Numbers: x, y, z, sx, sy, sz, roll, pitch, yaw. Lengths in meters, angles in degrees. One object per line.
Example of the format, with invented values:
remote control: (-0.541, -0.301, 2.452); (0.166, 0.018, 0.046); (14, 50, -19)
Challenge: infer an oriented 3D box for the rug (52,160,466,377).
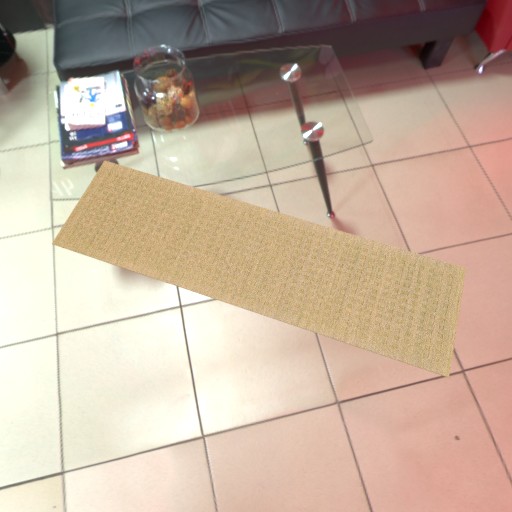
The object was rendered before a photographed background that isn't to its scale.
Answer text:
rug: (0.000, 0.000, 2.704); (2.437, 0.006, 0.686); (18, 65, 9)
